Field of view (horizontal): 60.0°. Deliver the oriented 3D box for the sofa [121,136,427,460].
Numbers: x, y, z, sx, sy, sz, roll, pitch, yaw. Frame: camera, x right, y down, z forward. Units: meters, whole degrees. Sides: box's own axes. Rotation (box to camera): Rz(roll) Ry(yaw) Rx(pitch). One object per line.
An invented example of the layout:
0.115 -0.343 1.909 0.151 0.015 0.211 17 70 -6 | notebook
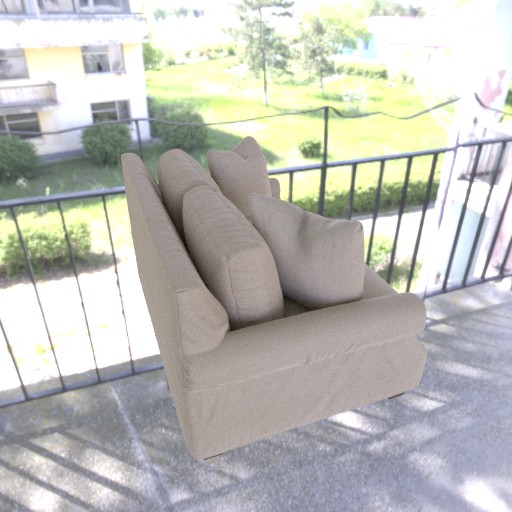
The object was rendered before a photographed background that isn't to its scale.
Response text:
0.000 0.000 2.189 1.070 0.905 1.550 -11 32 -18 | sofa
